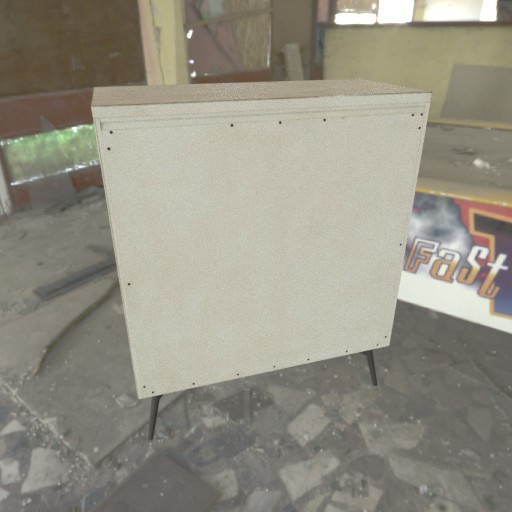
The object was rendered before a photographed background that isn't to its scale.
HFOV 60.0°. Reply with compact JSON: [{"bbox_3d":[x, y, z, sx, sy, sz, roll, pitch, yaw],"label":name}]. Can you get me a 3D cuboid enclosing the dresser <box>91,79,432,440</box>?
[{"bbox_3d":[0.000,0.000,1.720,1.016,1.219,0.457,-8,28,-15],"label":"dresser"}]
